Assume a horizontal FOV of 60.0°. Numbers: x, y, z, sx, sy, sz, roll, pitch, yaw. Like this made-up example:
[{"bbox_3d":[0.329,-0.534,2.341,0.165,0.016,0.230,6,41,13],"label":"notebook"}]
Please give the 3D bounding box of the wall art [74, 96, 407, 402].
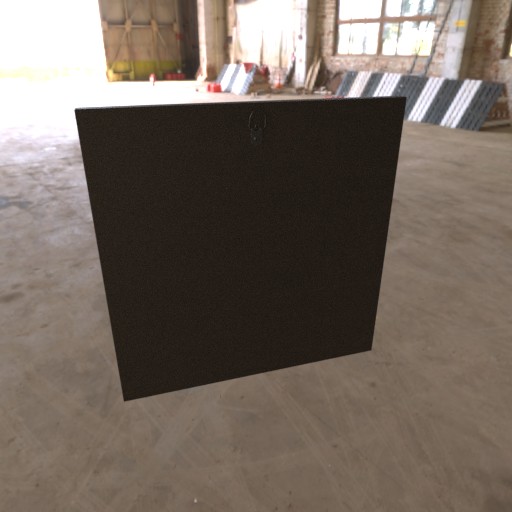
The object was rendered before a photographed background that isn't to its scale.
[{"bbox_3d":[0.000,0.000,1.220,0.805,0.807,0.043,-8,27,-15],"label":"wall art"}]
